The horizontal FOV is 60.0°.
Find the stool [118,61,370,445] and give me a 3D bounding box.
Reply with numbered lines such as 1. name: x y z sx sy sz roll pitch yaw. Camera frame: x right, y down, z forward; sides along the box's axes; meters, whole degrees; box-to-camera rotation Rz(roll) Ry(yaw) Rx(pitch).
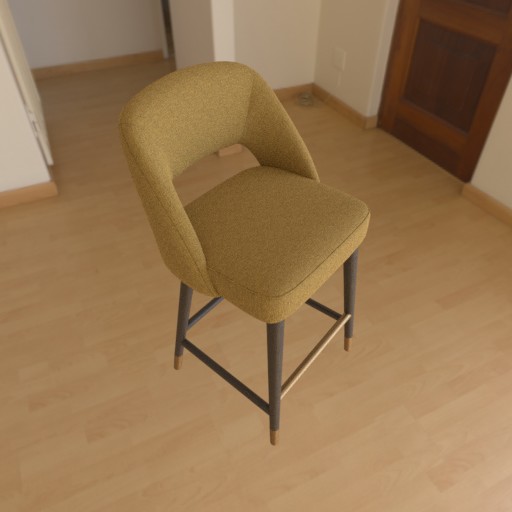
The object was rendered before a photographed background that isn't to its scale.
1. stool: 0.000 0.000 1.275 0.522 0.939 0.536 28 49 28
